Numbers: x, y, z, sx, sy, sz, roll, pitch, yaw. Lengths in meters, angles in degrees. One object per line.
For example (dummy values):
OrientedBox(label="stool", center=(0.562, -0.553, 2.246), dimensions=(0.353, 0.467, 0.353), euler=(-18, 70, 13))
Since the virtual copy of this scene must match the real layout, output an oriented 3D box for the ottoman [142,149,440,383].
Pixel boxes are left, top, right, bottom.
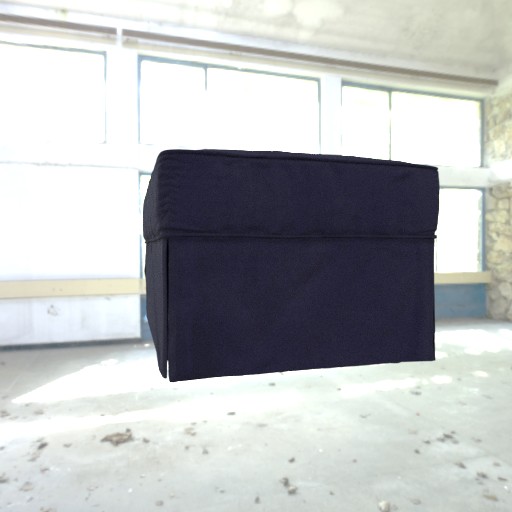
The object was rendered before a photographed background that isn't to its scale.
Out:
OrientedBox(label="ottoman", center=(0.000, 0.000, 1.324), dimensions=(0.637, 0.503, 0.938), euler=(0, 1, -16))
